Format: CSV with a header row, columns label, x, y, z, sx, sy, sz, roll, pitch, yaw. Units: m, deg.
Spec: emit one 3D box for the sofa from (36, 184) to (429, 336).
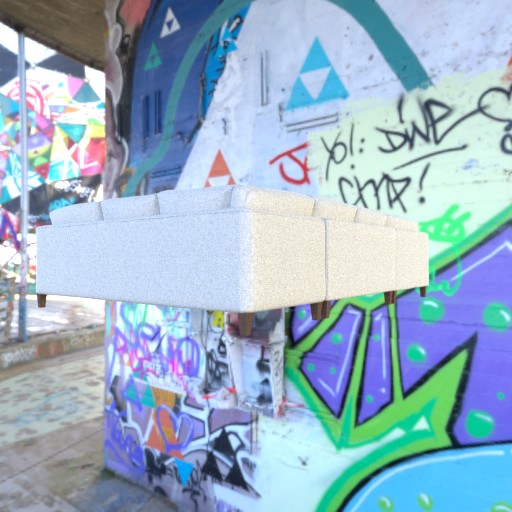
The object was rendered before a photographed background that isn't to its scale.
label,x,y,z,sx,sy,sz,roll,pitch,yaw
sofa,0.000,0.000,4.681,2.593,0.959,3.460,0,0,38
